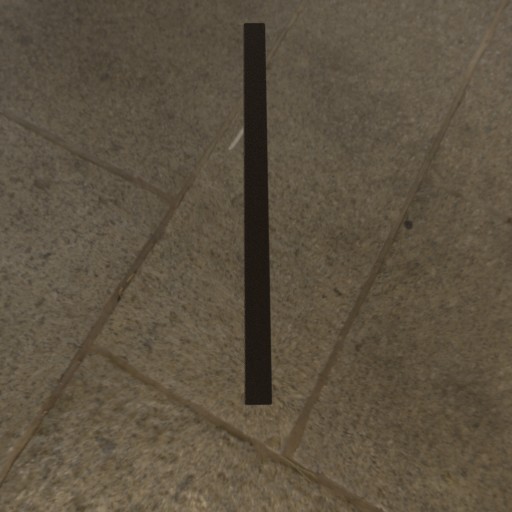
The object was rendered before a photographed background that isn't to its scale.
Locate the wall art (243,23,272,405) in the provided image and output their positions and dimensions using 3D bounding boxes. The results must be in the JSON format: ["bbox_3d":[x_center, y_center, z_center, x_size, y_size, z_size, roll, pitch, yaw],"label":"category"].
[{"bbox_3d":[0.000,0.000,0.758,0.028,0.551,0.451,-1,75,0],"label":"wall art"}]
